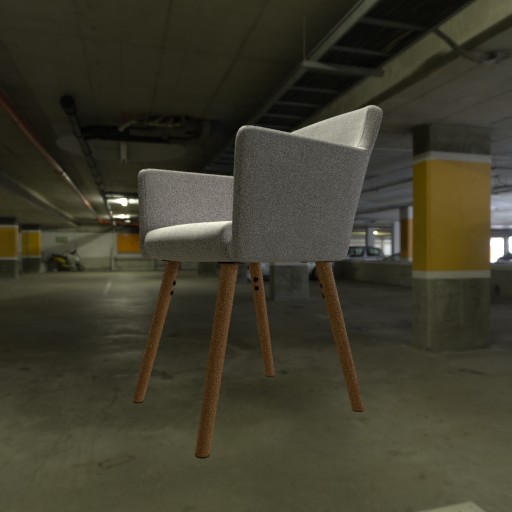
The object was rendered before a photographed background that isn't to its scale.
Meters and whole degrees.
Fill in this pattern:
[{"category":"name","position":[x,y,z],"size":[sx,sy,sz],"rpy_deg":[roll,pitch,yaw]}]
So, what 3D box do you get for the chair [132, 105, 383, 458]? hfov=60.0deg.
[{"category":"chair","position":[0.000,0.000,1.169],"size":[0.540,0.780,0.570],"rpy_deg":[0,1,-34]}]
